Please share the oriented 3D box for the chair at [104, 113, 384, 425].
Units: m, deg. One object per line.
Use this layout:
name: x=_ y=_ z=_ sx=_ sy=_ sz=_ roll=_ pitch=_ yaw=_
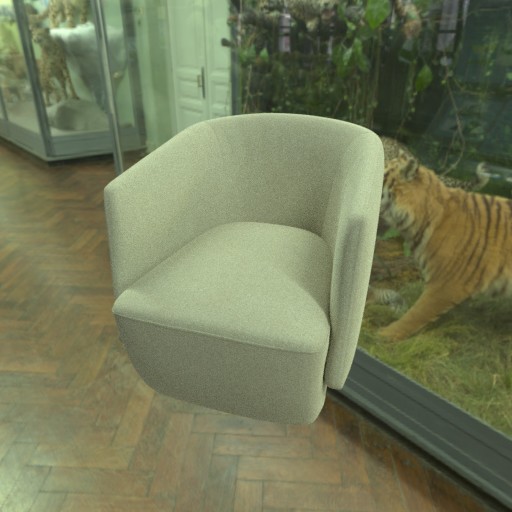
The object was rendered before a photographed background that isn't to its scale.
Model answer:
chair: x=0.000 y=0.000 z=1.627 sx=0.822 sy=0.861 sz=0.986 roll=8 pitch=29 yaw=16
